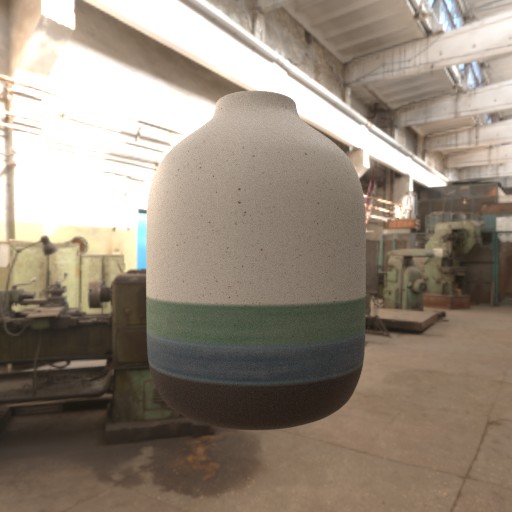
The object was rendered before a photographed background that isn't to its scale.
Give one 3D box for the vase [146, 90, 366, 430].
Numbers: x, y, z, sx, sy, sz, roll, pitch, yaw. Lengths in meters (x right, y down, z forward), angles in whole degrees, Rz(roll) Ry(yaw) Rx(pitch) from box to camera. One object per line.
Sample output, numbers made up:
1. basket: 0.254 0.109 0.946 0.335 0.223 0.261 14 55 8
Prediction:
1. vase: 0.000 0.000 0.352 0.169 0.240 0.169 0 0 0
